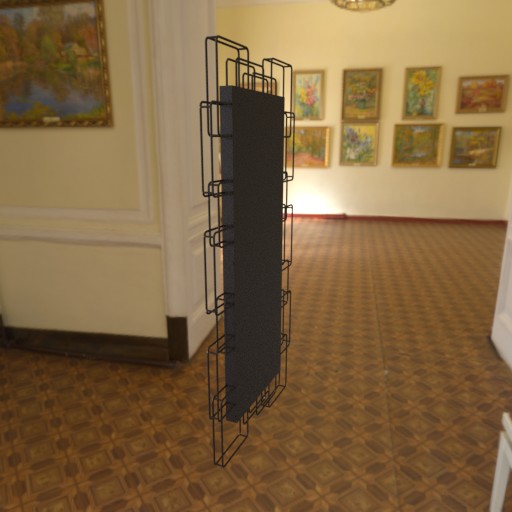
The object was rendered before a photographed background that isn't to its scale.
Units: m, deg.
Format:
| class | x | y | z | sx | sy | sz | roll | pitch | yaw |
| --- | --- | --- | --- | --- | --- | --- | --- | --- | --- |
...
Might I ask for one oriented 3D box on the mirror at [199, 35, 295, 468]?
| class | x | y | z | sx | sy | sz | roll | pitch | yaw |
| --- | --- | --- | --- | --- | --- | --- | --- | --- | --- |
| mirror | 0.000 | 0.000 | 1.409 | 0.037 | 1.192 | 0.565 | 7 | 16 | 25 |
